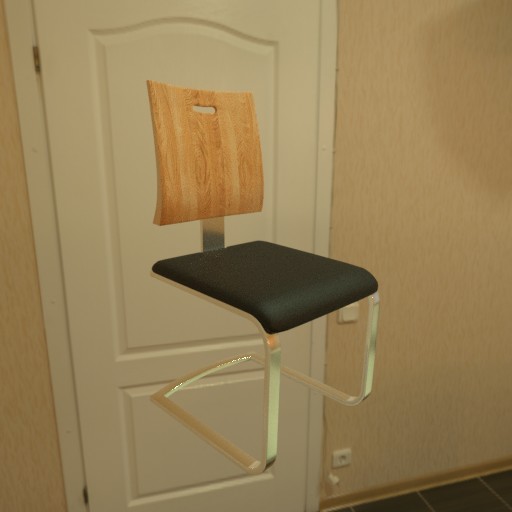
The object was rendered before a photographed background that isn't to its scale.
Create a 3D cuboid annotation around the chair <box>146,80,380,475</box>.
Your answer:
[{"bbox_3d":[0.000,0.000,1.249,0.462,0.936,0.560,-13,19,-43],"label":"chair"}]
